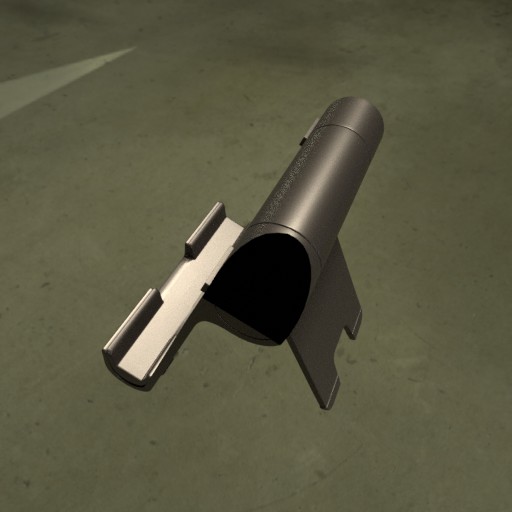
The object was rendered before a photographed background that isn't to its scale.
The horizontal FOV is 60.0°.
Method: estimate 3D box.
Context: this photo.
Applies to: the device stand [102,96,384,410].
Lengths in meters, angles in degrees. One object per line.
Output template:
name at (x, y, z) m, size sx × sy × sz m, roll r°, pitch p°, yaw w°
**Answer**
device stand at (0.000, 0.000, 0.152) m, size 0.079 × 0.084 × 0.088 m, roll 18°, pitch 49°, yaw 16°
